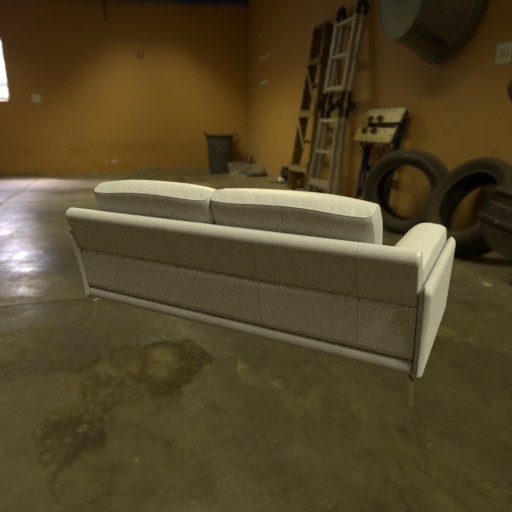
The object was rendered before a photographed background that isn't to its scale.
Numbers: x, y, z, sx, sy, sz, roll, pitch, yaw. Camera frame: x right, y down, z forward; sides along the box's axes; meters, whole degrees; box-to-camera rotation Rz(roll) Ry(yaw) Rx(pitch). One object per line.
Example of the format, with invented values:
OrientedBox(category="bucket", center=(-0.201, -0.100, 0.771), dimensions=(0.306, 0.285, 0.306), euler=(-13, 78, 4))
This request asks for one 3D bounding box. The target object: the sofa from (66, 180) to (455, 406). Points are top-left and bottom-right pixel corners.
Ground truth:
OrientedBox(category="sofa", center=(0.000, 0.000, 2.662), dimensions=(2.101, 0.930, 1.049), euler=(9, 18, 27))
